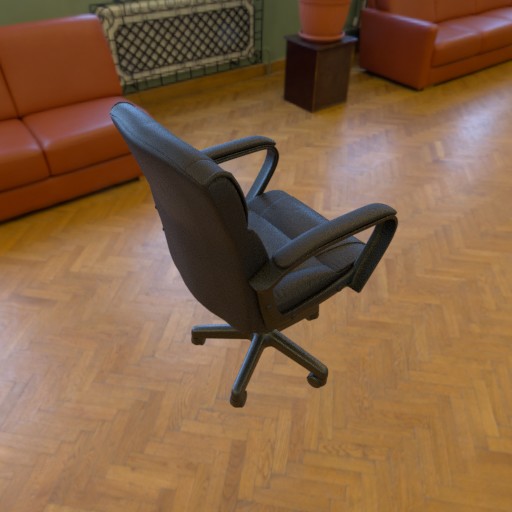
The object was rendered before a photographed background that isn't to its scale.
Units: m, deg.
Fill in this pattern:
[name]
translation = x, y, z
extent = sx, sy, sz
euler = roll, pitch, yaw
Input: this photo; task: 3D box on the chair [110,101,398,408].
[chair]
translation = 0.000, 0.000, 1.367
extent = 0.641, 0.998, 0.576
euler = -26, 47, -28
